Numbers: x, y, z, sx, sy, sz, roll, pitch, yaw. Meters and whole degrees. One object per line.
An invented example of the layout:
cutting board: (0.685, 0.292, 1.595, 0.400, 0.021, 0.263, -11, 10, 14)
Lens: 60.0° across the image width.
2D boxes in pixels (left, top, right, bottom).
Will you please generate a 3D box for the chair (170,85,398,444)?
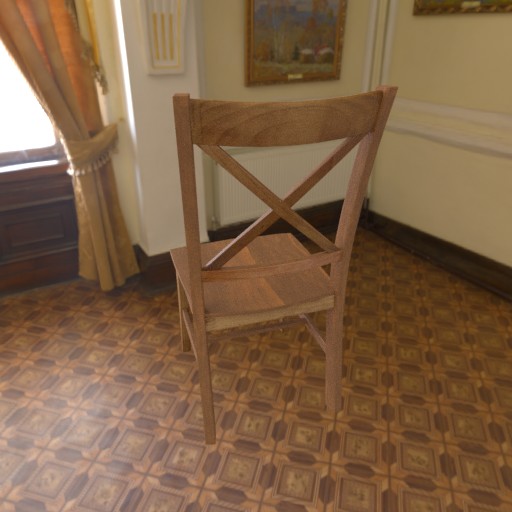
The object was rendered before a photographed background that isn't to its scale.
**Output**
chair: (0.000, 0.000, 1.319, 0.485, 0.983, 0.542, -8, 28, -16)
